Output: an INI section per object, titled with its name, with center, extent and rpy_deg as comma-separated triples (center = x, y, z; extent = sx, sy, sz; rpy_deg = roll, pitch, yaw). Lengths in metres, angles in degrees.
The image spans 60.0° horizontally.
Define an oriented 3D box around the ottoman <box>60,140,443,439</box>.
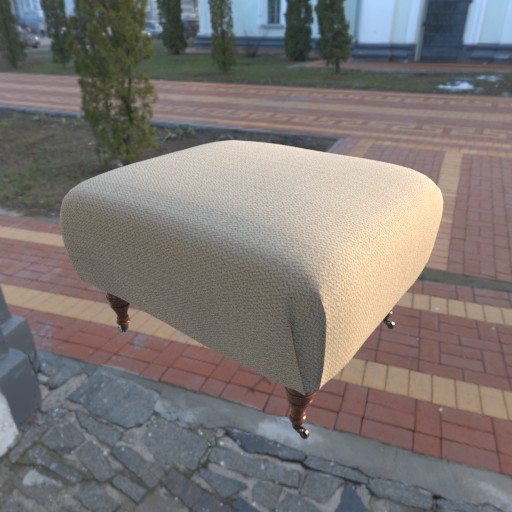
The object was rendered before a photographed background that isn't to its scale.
[ottoman]
center = 0.000, 0.000, 1.045
extent = 0.684, 0.447, 0.622
rpy_deg = 19, 33, 32
